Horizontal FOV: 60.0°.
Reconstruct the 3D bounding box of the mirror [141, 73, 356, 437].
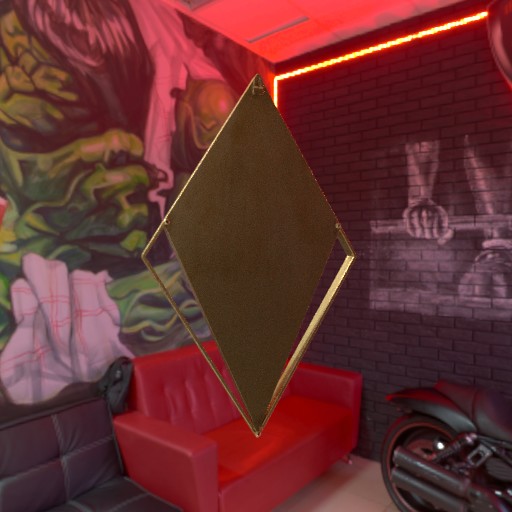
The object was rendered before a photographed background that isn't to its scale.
[{"bbox_3d":[0.000,0.000,0.837,0.419,0.679,0.032,0,0,-18],"label":"mirror"}]
